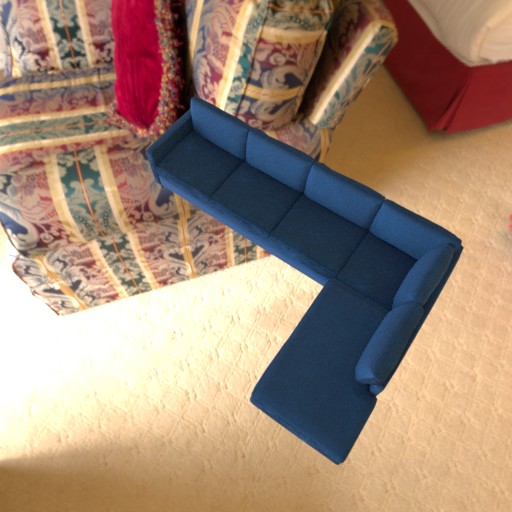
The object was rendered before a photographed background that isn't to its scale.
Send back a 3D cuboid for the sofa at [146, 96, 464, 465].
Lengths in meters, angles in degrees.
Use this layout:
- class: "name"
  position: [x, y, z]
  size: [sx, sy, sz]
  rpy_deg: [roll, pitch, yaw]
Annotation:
- class: "sofa"
  position: [0.000, 0.000, 3.293]
  size: [2.486, 0.687, 1.707]
  rpy_deg: [32, 67, 15]
